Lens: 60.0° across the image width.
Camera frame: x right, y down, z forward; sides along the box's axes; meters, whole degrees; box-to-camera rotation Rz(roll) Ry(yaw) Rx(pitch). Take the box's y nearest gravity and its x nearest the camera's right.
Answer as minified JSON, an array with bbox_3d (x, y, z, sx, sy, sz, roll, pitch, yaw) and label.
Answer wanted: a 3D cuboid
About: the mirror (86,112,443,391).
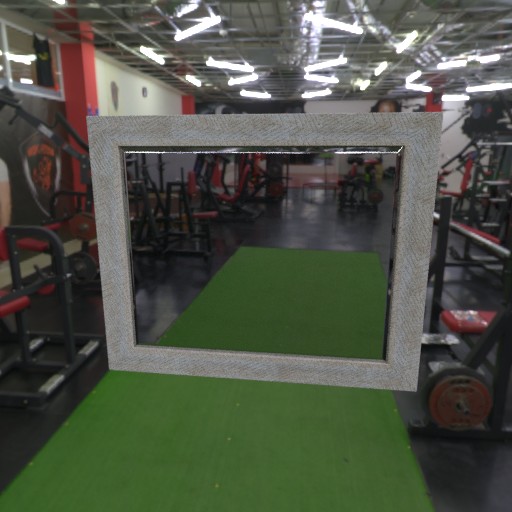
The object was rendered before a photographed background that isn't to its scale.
[{"bbox_3d":[0.000,0.000,1.127,0.839,0.689,0.028,2,14,8],"label":"mirror"}]
